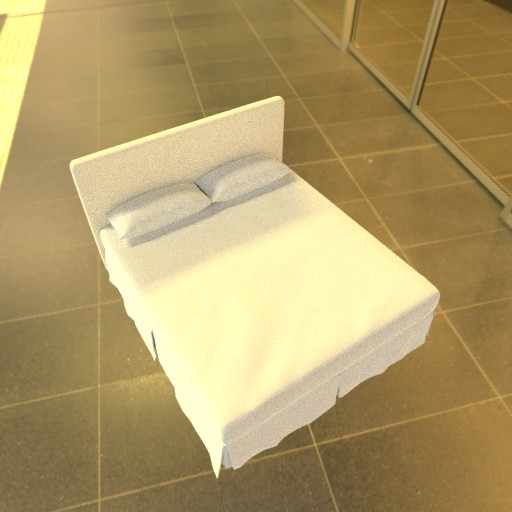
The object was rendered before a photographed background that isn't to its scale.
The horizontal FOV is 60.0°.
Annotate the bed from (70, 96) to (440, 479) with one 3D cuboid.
[{"bbox_3d":[0.000,0.000,3.643,2.119,1.317,2.341,-25,51,-23],"label":"bed"}]
